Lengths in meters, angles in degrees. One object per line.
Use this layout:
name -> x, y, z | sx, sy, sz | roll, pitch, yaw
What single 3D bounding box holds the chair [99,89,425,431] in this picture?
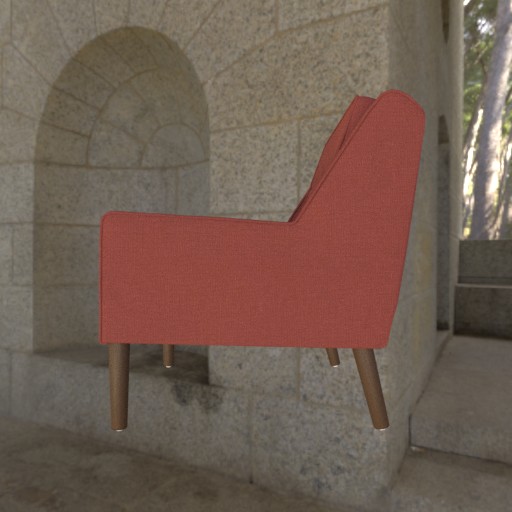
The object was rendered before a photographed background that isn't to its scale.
chair -> 0.000, 0.000, 1.335 | 0.770, 0.812, 0.680 | 0, 0, 0
